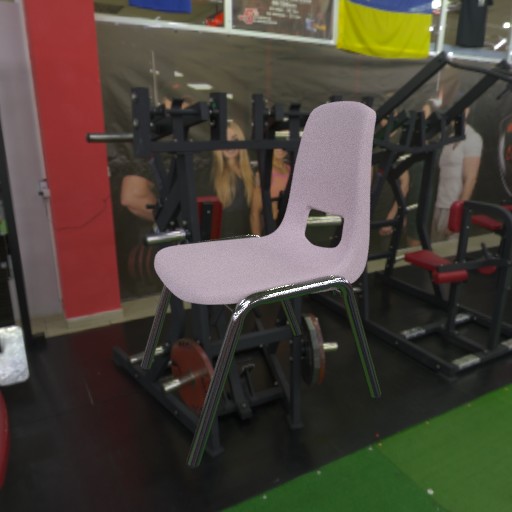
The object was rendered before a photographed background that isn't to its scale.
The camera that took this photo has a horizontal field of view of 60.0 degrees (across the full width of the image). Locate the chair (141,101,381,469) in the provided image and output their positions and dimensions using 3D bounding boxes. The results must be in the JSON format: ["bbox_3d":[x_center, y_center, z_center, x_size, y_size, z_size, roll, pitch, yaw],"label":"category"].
[{"bbox_3d":[0.000,0.000,0.879,0.423,0.586,0.354,-8,19,-25],"label":"chair"}]
